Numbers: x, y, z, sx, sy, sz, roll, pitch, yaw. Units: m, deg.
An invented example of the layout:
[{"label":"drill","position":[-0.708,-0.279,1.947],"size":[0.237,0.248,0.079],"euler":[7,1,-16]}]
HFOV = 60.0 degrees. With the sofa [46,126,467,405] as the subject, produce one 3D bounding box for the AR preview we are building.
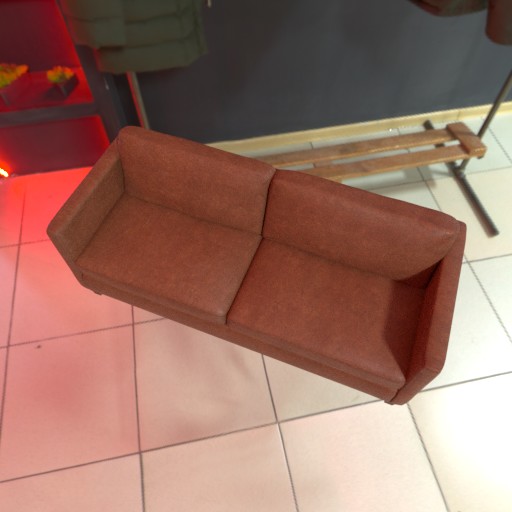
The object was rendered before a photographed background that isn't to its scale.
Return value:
[{"label":"sofa","position":[0.000,0.000,2.707],"size":[2.204,0.932,0.950],"euler":[18,60,11]}]
